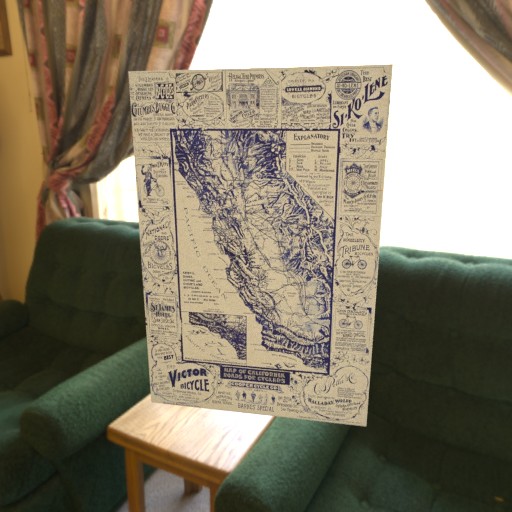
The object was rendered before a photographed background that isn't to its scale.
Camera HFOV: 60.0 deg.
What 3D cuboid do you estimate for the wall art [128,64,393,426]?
[{"bbox_3d":[0.000,0.000,0.768,0.408,0.601,0.040,3,15,10],"label":"wall art"}]
